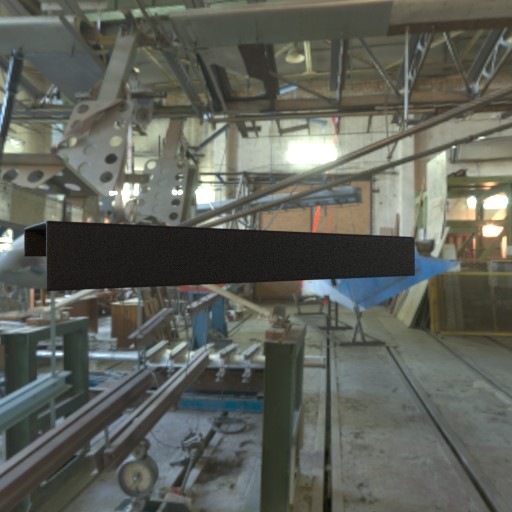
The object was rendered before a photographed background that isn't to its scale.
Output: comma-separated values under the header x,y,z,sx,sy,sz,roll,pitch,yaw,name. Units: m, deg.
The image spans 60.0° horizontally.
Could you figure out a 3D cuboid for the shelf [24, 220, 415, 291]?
x,y,z,sx,sy,sz,roll,pitch,yaw,name
0.000,0.000,0.502,0.456,0.053,0.102,0,0,-36,shelf
